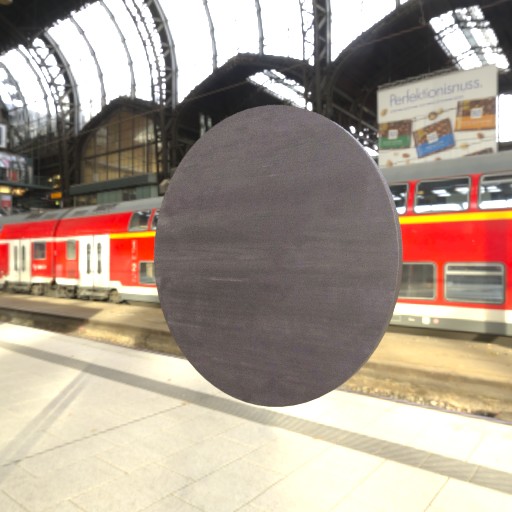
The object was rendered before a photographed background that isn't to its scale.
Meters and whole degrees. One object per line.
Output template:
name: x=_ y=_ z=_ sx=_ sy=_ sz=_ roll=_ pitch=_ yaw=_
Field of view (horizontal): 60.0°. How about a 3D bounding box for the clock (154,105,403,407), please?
clock: x=0.000 y=0.000 z=0.902 sx=0.595 sy=0.595 sz=0.029 roll=0 pitch=0 yaw=37
